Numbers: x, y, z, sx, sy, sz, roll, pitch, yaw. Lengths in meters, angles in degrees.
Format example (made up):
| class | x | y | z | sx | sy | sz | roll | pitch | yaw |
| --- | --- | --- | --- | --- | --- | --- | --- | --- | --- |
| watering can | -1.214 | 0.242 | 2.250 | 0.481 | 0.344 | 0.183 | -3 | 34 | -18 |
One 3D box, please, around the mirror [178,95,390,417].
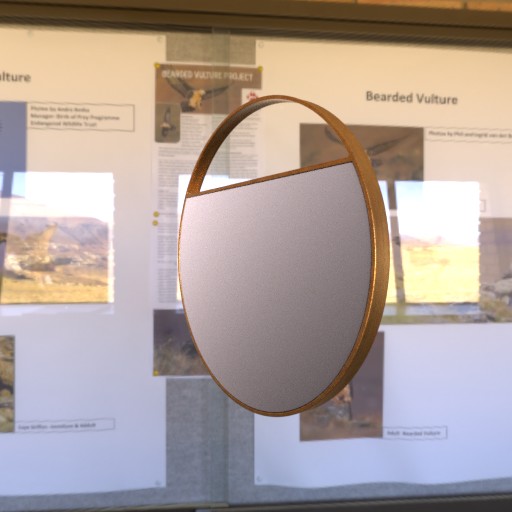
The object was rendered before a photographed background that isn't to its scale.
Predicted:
| class | x | y | z | sx | sy | sz | roll | pitch | yaw |
| --- | --- | --- | --- | --- | --- | --- | --- | --- | --- |
| mirror | 0.000 | 0.000 | 0.818 | 0.032 | 0.565 | 0.565 | 0 | 0 | -37 |
